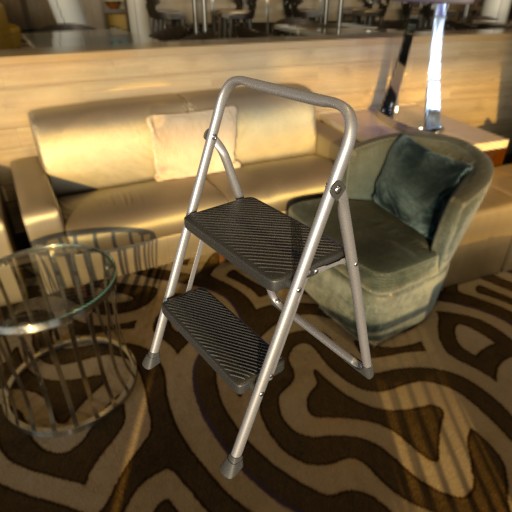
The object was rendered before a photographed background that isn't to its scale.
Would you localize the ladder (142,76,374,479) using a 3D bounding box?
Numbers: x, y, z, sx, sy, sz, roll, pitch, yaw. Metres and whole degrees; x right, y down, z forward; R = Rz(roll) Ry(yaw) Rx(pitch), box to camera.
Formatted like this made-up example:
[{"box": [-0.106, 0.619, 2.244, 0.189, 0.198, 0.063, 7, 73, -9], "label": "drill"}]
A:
[{"box": [0.000, 0.000, 1.006, 0.472, 0.720, 0.430, -21, 37, -31], "label": "ladder"}]
